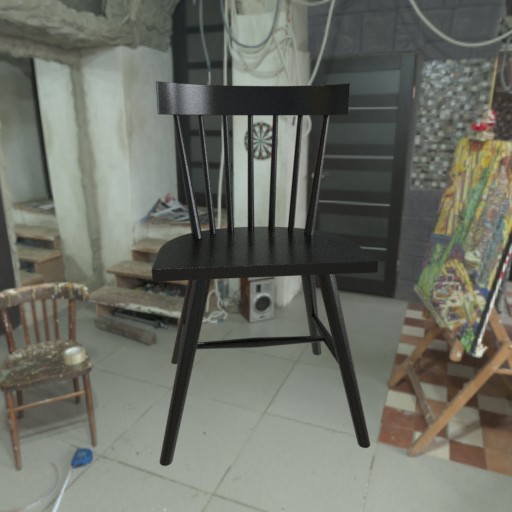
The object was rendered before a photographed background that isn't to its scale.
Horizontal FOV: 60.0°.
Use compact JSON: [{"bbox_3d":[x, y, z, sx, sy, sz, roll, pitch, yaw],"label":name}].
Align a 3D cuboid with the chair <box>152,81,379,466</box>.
[{"bbox_3d":[0.000,0.000,1.151,0.506,0.844,0.483,-2,17,-7],"label":"chair"}]
